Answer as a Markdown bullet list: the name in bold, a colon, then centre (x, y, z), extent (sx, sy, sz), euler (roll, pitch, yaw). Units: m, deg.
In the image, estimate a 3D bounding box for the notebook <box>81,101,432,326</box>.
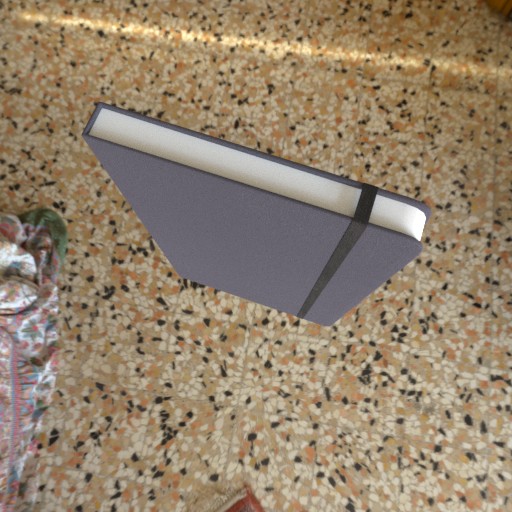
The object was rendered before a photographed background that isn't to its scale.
- **notebook**: centre (0.000, 0.000, 0.256), extent (0.127, 0.213, 0.016), euler (18, 74, 5)
